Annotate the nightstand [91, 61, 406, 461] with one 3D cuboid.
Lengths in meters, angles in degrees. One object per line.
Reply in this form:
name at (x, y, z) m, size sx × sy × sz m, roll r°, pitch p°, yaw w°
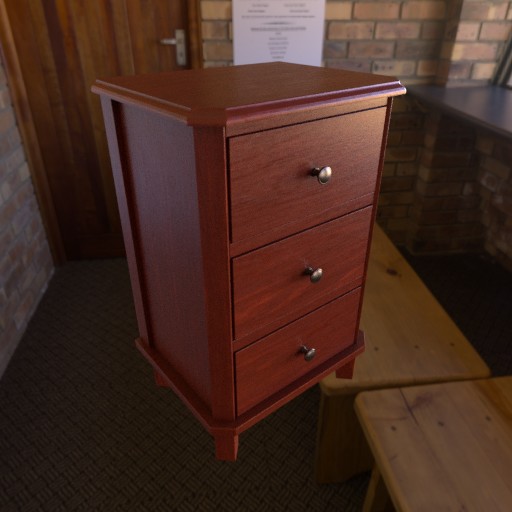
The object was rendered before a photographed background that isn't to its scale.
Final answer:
nightstand at (0.000, 0.000, 0.910) m, size 0.435 × 0.681 × 0.351 m, roll -22°, pitch 36°, yaw -33°
